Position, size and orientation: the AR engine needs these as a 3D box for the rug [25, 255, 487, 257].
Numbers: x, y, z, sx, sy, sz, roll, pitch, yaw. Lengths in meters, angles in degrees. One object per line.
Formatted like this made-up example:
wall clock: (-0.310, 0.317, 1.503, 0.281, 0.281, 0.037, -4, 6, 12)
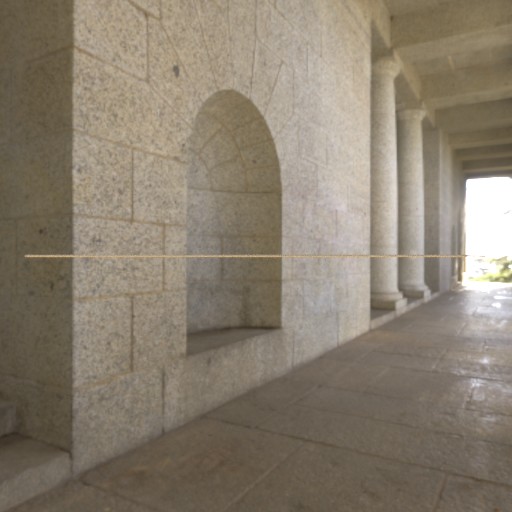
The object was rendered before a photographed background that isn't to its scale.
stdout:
rug: (0.000, 0.000, 2.943, 2.286, 0.011, 1.524, 0, 0, 1)
